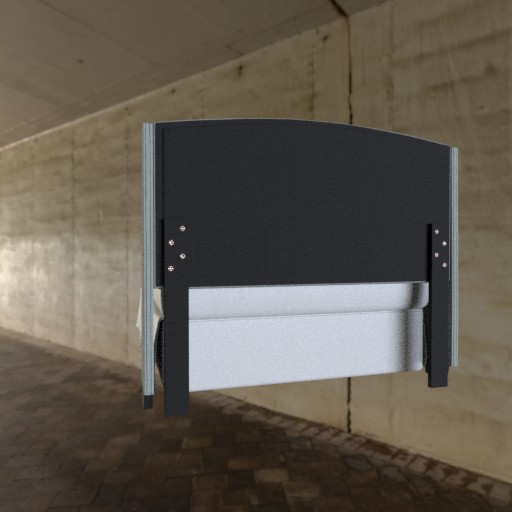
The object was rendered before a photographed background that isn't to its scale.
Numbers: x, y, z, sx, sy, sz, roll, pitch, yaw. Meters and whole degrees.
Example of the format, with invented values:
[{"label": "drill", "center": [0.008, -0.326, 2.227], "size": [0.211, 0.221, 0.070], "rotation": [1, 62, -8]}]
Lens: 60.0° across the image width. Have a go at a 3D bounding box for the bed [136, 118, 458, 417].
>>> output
[{"label": "bed", "center": [0.000, 0.000, 3.277], "size": [1.710, 1.407, 2.237], "rotation": [0, 1, -17]}]
